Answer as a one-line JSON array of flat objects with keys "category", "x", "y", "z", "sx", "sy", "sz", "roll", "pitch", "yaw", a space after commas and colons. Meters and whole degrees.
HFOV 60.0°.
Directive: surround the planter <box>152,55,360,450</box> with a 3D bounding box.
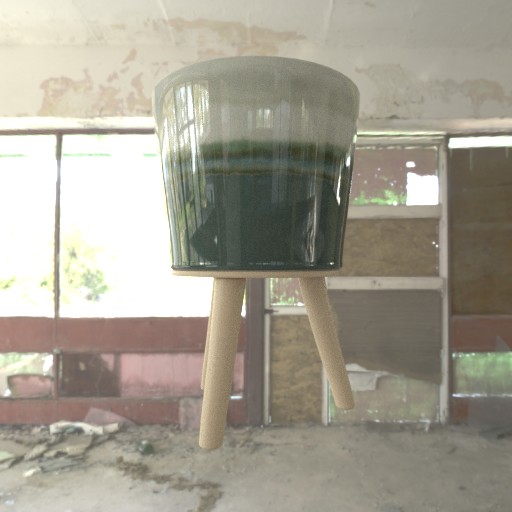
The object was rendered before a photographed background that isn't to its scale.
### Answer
[{"category": "planter", "x": 0.000, "y": 0.000, "z": 0.471, "sx": 0.217, "sy": 0.331, "sz": 0.217, "roll": -1, "pitch": -1, "yaw": 36}]
